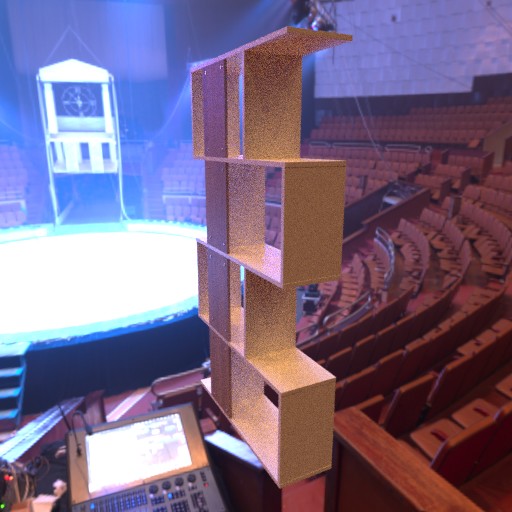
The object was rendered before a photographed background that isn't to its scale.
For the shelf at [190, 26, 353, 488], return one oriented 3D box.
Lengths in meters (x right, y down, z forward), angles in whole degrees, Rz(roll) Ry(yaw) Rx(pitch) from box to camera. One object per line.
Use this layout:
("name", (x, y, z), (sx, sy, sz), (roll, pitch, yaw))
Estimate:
("shelf", (0.000, 0.000, 1.969), (0.250, 1.650, 0.890), (-7, 16, -26))
